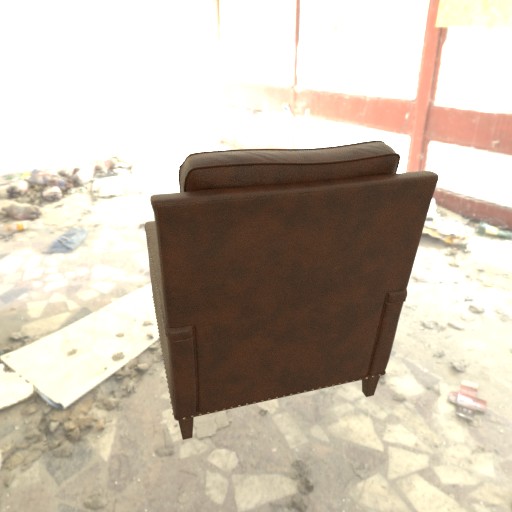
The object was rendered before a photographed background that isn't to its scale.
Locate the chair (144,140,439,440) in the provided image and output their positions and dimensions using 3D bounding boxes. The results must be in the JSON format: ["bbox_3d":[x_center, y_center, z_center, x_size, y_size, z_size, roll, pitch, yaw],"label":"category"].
[{"bbox_3d":[0.000,0.000,1.849,0.854,1.054,1.035,-7,27,-15],"label":"chair"}]
